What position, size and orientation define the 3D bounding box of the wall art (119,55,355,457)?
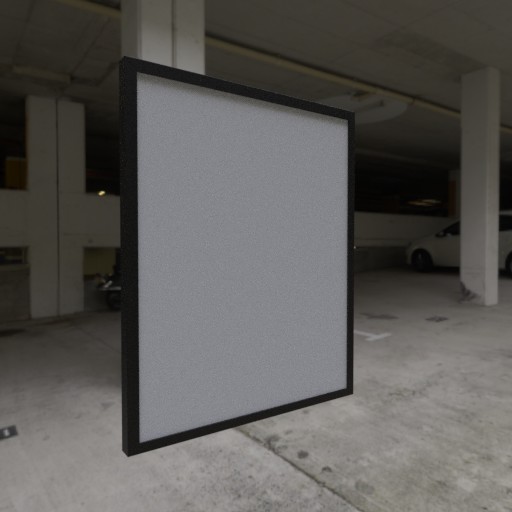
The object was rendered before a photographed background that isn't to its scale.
[{"bbox_3d":[0.000,0.000,0.538,0.325,0.397,0.018,-1,2,-35],"label":"wall art"}]
